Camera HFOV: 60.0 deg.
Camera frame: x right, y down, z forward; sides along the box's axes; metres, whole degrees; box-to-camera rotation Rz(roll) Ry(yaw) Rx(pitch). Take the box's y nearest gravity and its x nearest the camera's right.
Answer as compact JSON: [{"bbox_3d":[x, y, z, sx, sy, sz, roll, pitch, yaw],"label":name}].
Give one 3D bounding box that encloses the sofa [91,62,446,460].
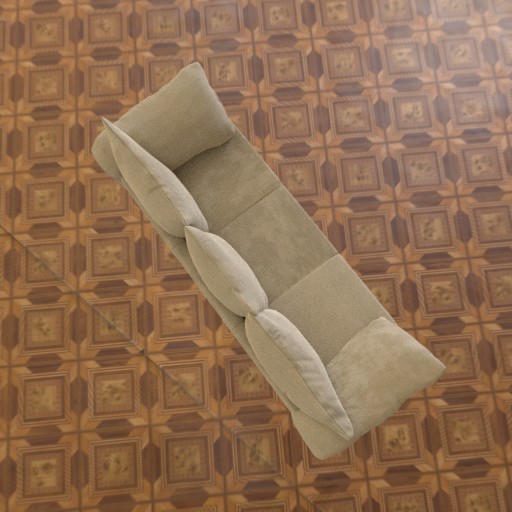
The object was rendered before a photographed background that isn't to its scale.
[{"bbox_3d":[0.000,0.000,2.819,0.893,0.981,2.377,-37,81,-7],"label":"sofa"}]
